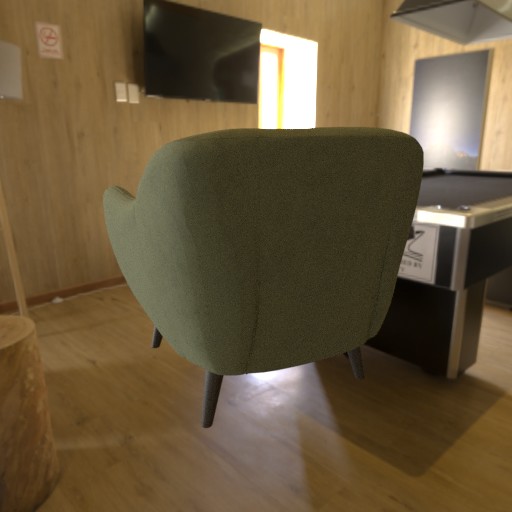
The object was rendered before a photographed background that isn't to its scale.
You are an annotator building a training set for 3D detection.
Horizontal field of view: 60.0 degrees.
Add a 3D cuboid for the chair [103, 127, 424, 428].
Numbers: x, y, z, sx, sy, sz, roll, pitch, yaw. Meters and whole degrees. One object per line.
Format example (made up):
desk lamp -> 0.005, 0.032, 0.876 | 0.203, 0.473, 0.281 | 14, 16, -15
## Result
chair -> 0.000, 0.000, 1.455 | 0.840, 0.804, 0.819 | -8, 17, -26
